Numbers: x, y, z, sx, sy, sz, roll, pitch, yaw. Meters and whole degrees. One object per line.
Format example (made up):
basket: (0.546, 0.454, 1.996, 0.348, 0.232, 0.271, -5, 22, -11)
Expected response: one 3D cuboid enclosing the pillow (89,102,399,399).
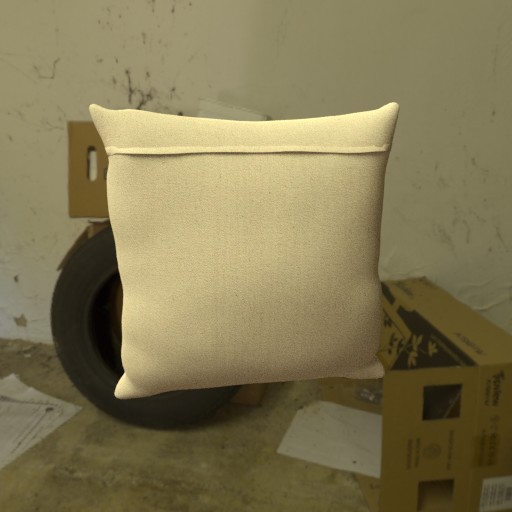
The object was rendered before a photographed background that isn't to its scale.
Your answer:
pillow: (0.000, 0.000, 0.665, 0.440, 0.441, 0.182, -3, 16, -10)
